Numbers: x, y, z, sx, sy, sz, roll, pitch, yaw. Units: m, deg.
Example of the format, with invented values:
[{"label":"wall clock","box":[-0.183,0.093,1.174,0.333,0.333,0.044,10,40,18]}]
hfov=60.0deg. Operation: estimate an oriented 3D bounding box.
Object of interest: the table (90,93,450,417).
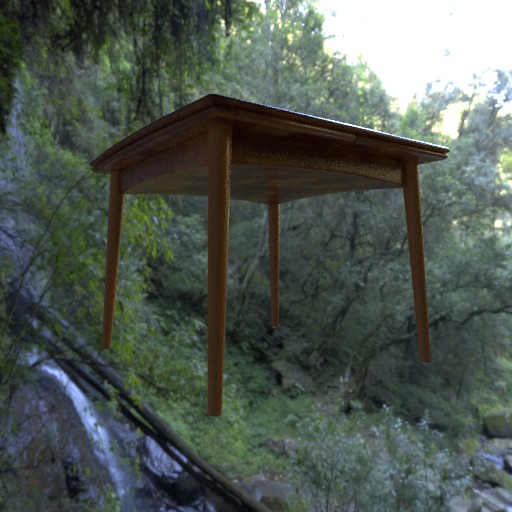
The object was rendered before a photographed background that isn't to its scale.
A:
[{"label":"table","box":[0.000,0.000,1.662,0.991,0.754,0.991,-1,1,-35]}]
